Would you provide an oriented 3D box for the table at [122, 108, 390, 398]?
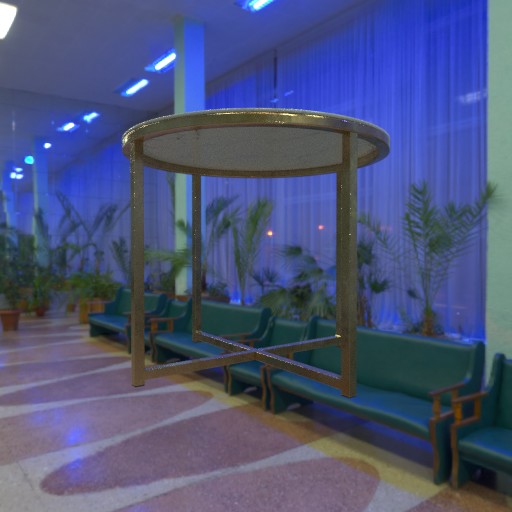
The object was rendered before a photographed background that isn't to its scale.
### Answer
[{"bbox_3d":[0.000,0.000,0.866,0.500,0.420,0.500,0,1,0],"label":"table"}]
